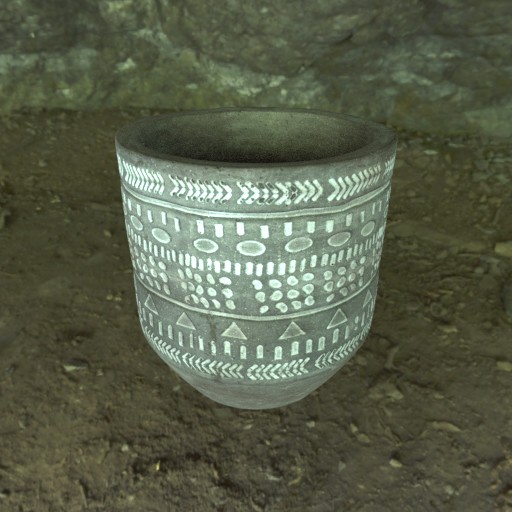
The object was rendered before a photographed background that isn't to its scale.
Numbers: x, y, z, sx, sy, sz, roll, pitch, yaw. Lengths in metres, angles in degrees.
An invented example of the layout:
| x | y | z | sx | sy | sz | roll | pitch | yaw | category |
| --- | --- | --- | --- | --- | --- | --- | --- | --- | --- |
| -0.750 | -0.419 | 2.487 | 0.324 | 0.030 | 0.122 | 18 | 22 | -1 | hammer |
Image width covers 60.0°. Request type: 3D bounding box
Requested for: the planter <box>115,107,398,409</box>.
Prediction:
| x | y | z | sx | sy | sz | roll | pitch | yaw | category |
| --- | --- | --- | --- | --- | --- | --- | --- | --- | --- |
| 0.000 | 0.000 | 0.263 | 0.142 | 0.149 | 0.142 | 0 | 27 | 0 | planter |
